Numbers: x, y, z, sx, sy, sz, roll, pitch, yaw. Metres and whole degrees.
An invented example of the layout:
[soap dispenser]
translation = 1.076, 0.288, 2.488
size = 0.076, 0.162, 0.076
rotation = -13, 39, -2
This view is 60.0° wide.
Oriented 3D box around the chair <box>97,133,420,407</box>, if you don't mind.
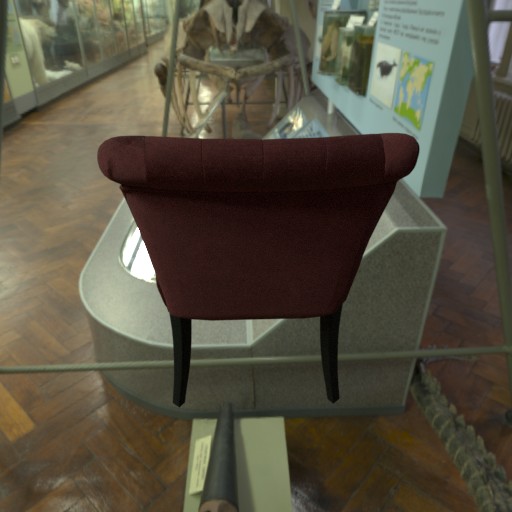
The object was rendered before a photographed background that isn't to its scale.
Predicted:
[chair]
translation = 0.000, 0.000, 1.176
size = 0.582, 0.750, 0.605
rotation = -1, 29, -2
